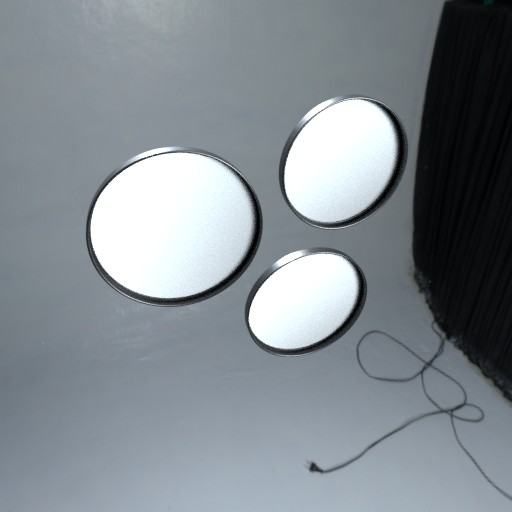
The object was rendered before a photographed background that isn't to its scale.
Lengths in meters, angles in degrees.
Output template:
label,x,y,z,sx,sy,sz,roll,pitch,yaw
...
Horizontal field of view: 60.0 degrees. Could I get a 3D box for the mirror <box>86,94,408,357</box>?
label,x,y,z,sx,sy,sz,roll,pitch,yaw
mirror,0.000,0.000,3.130,2.160,2.096,0.076,-9,33,-15
